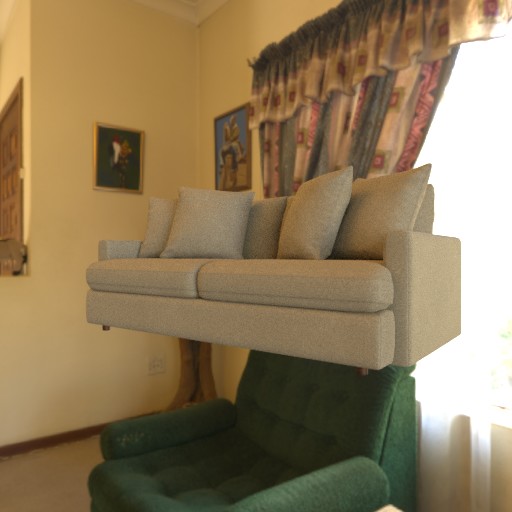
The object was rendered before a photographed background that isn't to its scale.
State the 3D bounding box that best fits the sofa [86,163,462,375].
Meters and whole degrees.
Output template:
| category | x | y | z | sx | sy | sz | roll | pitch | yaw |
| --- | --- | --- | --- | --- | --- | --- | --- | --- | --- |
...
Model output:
| category | x | y | z | sx | sy | sz | roll | pitch | yaw |
| --- | --- | --- | --- | --- | --- | --- | --- | --- | --- |
| sofa | 0.000 | 0.000 | 3.038 | 2.380 | 1.084 | 1.228 | 0 | 0 | 37 |
